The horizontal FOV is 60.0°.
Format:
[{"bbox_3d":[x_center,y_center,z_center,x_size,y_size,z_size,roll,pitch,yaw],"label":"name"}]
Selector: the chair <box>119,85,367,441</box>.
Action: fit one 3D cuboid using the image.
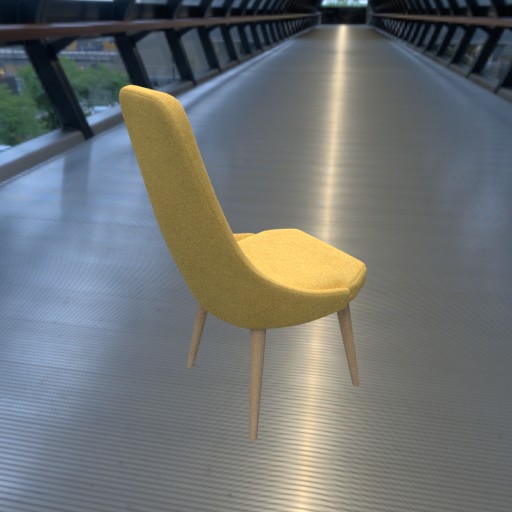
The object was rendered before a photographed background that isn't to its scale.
[{"bbox_3d":[0.000,0.000,1.401,0.660,1.040,0.510,-18,33,-31],"label":"chair"}]
